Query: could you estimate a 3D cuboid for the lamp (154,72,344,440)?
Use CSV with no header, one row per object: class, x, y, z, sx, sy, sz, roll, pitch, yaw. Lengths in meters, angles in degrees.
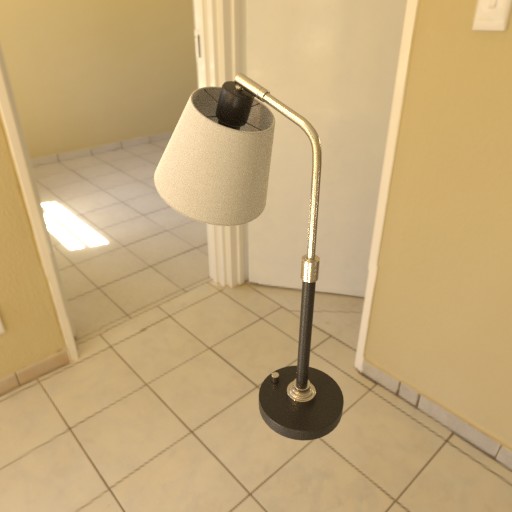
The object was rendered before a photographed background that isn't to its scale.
lamp,0.000,0.000,0.704,0.348,0.539,0.181,22,36,32
